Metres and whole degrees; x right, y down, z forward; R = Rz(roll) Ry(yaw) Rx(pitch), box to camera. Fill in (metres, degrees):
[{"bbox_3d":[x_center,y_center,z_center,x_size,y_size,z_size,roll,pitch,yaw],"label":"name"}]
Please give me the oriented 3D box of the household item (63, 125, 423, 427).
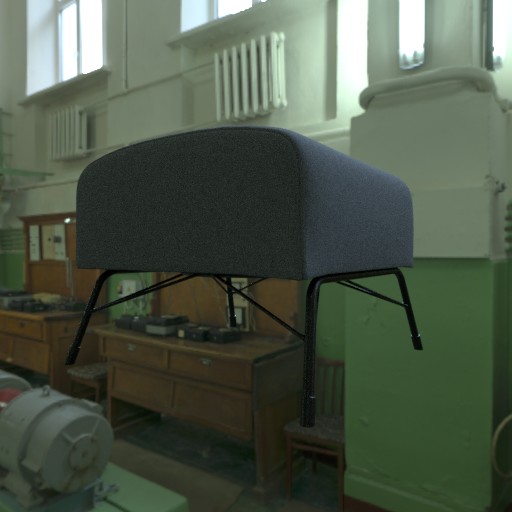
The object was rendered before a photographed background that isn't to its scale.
[{"bbox_3d":[0.000,0.000,0.904,0.530,0.410,0.530,1,1,35],"label":"household item"}]
